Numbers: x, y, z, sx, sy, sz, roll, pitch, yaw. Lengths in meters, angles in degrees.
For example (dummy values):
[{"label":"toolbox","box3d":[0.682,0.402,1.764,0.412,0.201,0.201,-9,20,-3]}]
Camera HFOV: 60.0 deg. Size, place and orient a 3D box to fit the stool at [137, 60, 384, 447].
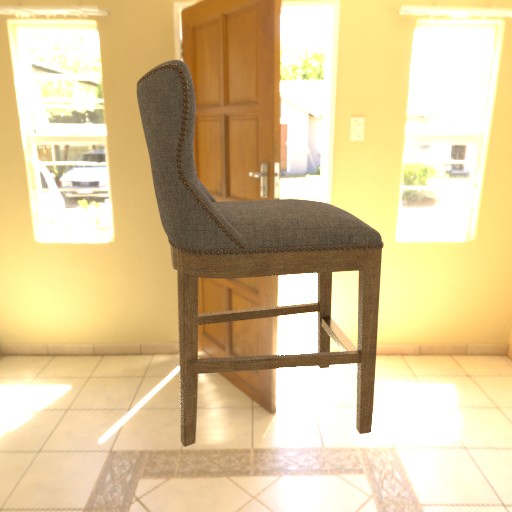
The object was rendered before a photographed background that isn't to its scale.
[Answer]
[{"label":"stool","box3d":[0.000,0.000,1.286,0.608,0.981,0.498,-3,16,-9]}]
